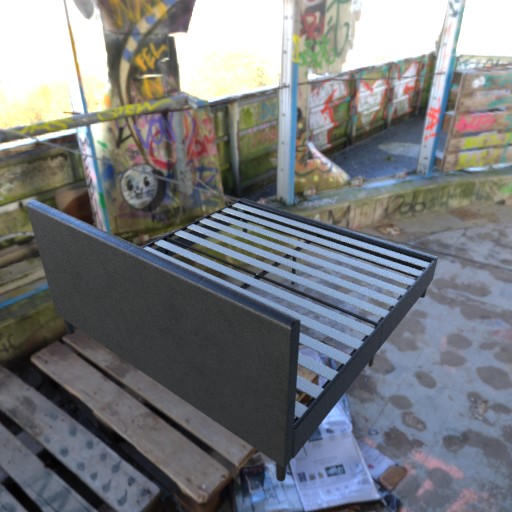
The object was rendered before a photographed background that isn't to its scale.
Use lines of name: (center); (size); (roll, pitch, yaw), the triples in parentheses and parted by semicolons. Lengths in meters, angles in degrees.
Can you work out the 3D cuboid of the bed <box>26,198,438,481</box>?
bed: (0.000, 0.000, 3.253); (2.018, 1.046, 2.152); (21, 36, 32)
